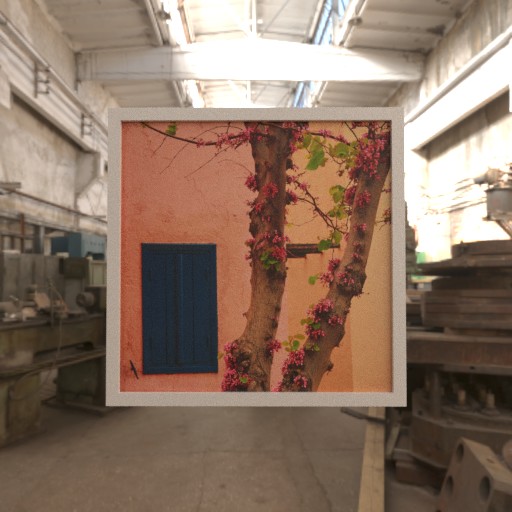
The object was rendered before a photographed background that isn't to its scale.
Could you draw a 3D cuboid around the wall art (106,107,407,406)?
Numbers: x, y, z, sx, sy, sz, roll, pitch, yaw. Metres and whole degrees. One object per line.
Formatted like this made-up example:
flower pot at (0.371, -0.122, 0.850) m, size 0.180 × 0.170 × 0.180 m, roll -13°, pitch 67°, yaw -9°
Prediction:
wall art at (0.000, 0.000, 0.772) m, size 0.507 × 0.508 × 0.038 m, roll 0°, pitch -1°, yaw 0°
